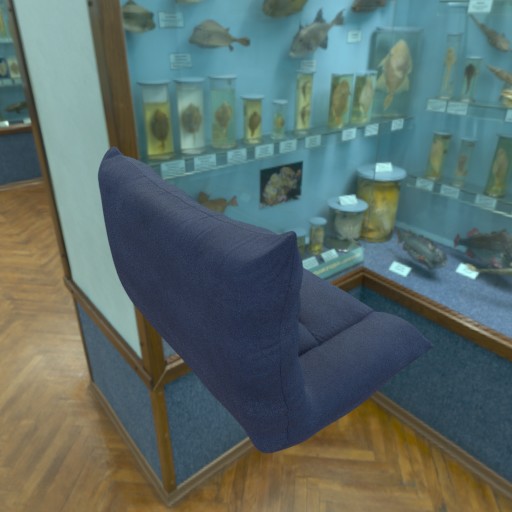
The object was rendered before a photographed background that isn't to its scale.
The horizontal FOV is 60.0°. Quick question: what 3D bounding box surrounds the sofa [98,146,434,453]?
[{"bbox_3d":[0.000,0.000,1.713,0.849,0.778,1.122,-19,33,-32],"label":"sofa"}]
